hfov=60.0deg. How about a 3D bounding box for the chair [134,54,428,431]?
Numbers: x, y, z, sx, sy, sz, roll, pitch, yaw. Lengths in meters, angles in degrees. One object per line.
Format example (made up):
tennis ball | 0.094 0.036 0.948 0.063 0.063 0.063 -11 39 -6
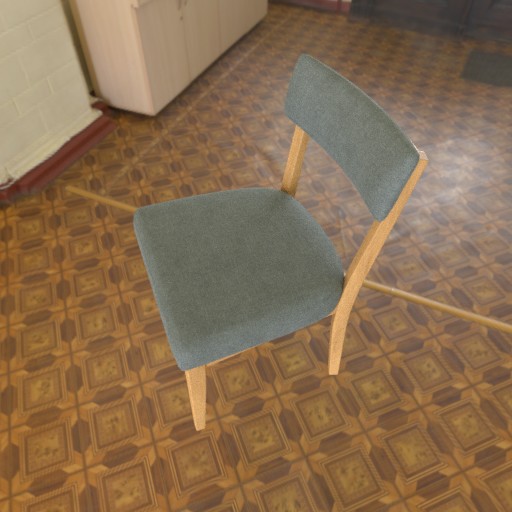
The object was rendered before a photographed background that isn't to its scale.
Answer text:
chair | 0.000 0.000 1.197 0.572 0.832 0.508 -16 49 -15
